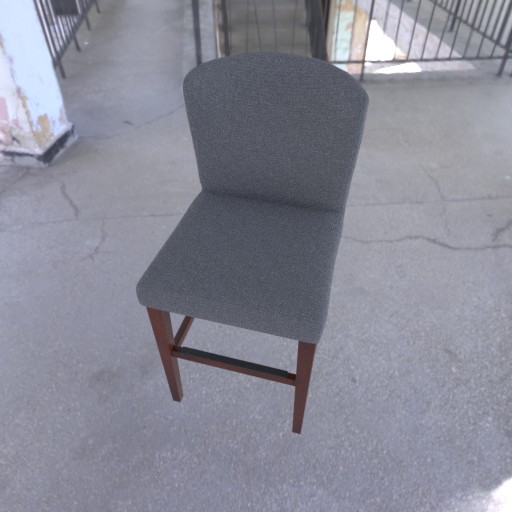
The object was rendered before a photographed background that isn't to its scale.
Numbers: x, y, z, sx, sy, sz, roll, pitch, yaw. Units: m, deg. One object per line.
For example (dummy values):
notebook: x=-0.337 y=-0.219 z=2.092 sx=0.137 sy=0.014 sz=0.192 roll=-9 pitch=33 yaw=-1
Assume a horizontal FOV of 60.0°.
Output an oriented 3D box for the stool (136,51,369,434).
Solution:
stool: x=0.000 y=0.000 z=1.294 sx=0.479 sy=0.968 sz=0.568 roll=11 pitch=44 yaw=11
